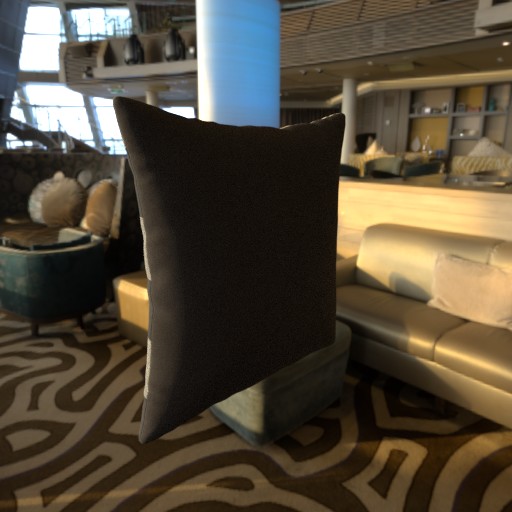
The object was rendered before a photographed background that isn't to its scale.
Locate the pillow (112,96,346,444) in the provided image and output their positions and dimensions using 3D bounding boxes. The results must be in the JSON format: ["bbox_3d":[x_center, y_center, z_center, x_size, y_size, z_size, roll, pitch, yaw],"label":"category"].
[{"bbox_3d":[0.000,0.000,0.794,0.161,0.509,0.511,14,20,43],"label":"pillow"}]
